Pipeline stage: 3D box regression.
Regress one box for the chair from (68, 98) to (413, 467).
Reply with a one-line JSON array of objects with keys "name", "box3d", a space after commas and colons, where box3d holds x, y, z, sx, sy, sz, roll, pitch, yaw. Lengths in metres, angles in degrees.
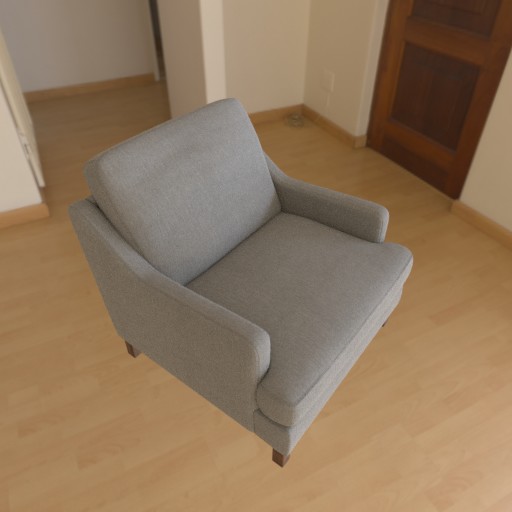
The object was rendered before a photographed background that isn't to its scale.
[{"name": "chair", "box3d": [0.000, 0.000, 1.562, 0.892, 0.821, 0.826, 26, 46, 28]}]
